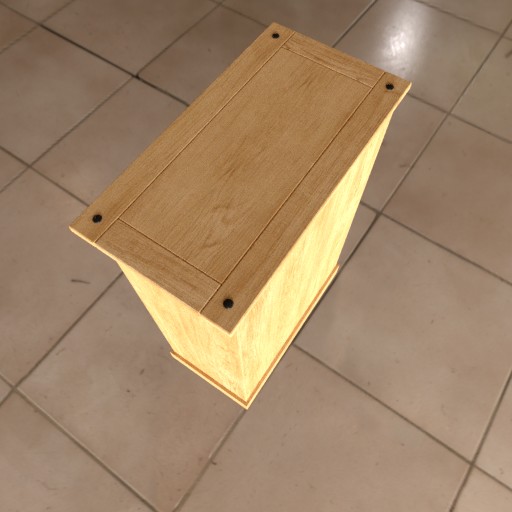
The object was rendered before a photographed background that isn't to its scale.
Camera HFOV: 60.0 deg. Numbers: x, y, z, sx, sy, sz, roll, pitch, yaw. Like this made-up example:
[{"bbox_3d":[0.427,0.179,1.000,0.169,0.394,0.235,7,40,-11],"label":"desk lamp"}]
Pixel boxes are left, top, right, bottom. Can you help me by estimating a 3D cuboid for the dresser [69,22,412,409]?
[{"bbox_3d":[0.000,0.000,1.763,0.485,1.300,0.915,31,67,15],"label":"dresser"}]
